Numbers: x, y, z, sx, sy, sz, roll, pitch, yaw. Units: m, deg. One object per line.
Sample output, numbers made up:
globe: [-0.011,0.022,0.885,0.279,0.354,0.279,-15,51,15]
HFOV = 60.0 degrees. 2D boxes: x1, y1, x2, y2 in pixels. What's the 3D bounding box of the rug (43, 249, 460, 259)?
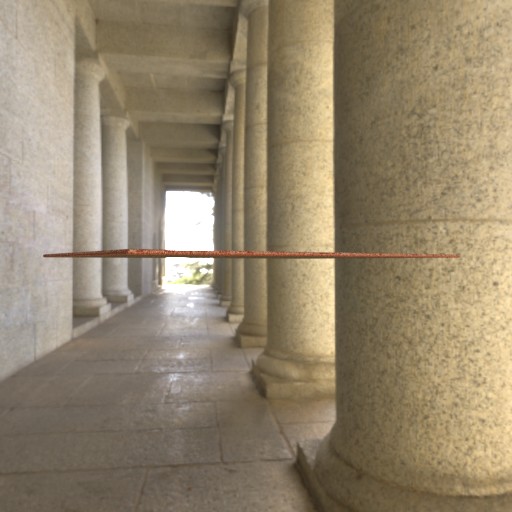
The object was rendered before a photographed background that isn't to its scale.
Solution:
rug: [0.000,0.000,2.329,1.829,0.016,1.219,1,-1,-36]
